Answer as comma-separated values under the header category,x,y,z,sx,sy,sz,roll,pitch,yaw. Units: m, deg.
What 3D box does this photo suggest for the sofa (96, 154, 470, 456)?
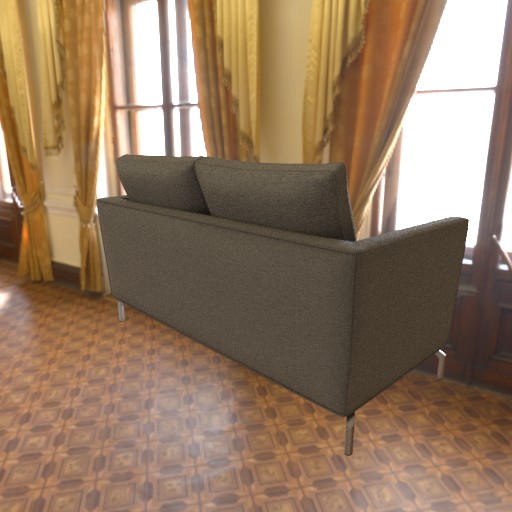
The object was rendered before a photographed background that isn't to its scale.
category,x,y,z,sx,sy,sz,roll,pitch,yaw
sofa,0.000,0.000,2.063,0.803,0.924,1.594,-14,20,-42
